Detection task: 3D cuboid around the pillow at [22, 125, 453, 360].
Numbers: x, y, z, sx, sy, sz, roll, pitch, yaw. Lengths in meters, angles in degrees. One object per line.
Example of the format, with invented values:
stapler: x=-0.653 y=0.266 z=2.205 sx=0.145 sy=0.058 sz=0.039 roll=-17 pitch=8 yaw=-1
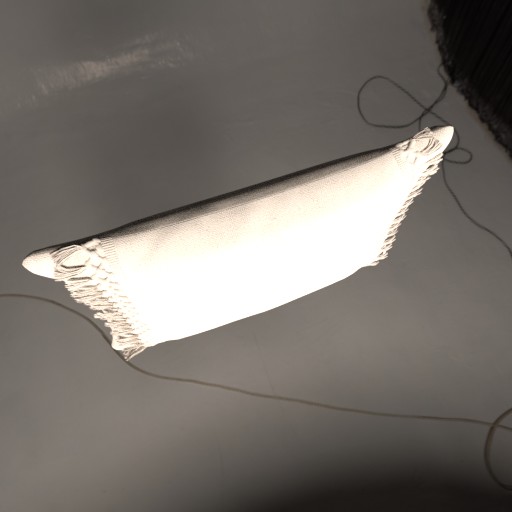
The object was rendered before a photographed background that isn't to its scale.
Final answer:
pillow: x=0.000 y=0.000 z=0.577 sx=0.466 sy=0.305 sz=0.084 roll=-19 pitch=64 yaw=-9
